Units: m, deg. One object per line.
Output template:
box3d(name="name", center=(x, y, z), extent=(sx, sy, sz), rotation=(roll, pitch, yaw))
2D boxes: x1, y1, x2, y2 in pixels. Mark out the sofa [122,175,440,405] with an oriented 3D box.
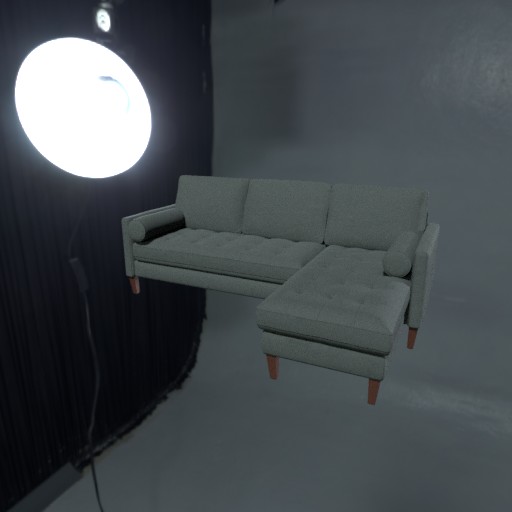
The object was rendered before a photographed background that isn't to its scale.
box3d(name="sofa", center=(0.000, 0.000, 2.975), extent=(2.178, 0.876, 1.506), rotation=(8, 19, 24))
